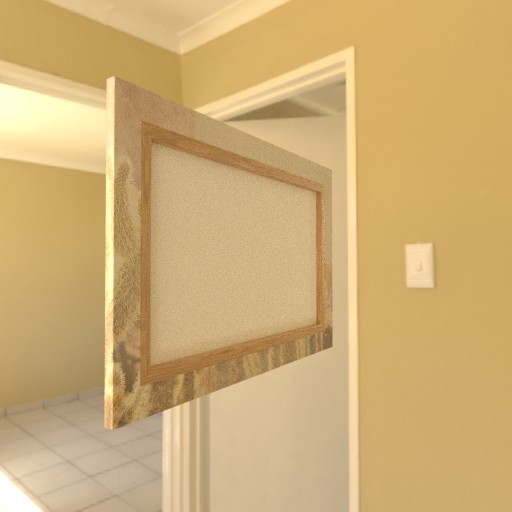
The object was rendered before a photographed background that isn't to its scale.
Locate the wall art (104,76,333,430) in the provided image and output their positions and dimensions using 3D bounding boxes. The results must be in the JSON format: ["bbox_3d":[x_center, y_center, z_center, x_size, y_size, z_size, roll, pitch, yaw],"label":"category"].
[{"bbox_3d":[0.000,0.000,1.908,0.038,1.012,1.525,-1,-1,34],"label":"wall art"}]
